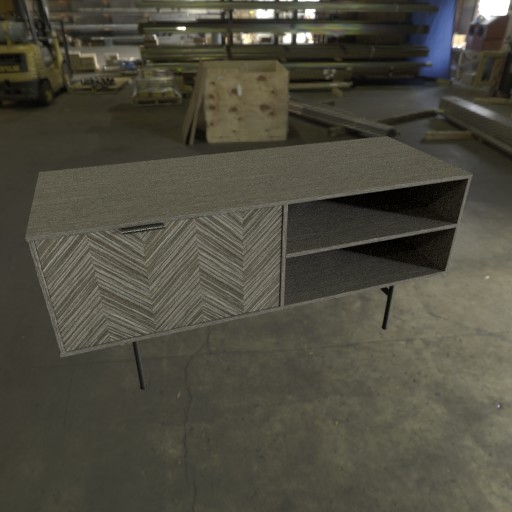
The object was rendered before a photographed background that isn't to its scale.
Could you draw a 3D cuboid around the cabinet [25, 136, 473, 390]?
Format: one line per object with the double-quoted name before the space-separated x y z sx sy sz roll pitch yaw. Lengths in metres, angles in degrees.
"cabinet" 0.000 0.000 1.554 1.300 0.599 0.500 -10 32 -17
